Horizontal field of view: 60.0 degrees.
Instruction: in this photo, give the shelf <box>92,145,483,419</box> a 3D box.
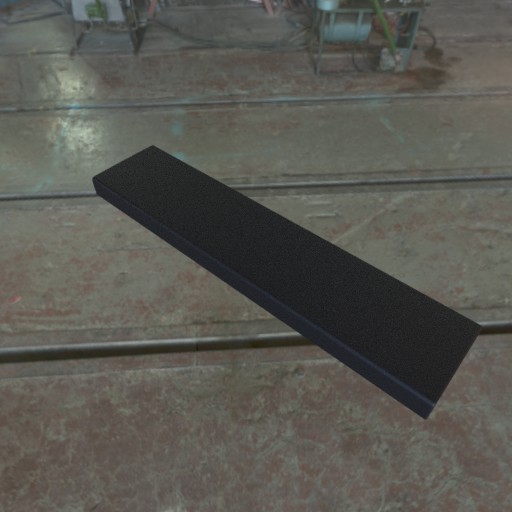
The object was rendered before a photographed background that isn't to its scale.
[{"bbox_3d":[0.000,0.000,0.494,0.456,0.053,0.102,32,54,27],"label":"shelf"}]
